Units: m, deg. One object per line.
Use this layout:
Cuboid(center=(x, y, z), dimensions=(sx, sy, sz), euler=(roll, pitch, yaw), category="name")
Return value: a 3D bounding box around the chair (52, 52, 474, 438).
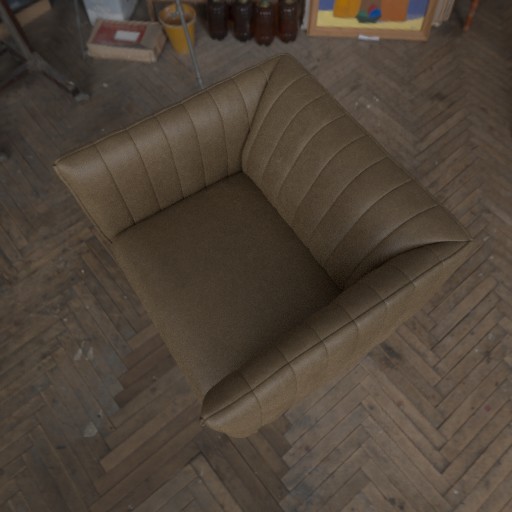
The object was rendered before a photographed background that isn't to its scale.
Cuboid(center=(0.000, 0.000, 1.590), dimensions=(0.876, 0.779, 0.981), euler=(-31, 68, -14), category="chair")
